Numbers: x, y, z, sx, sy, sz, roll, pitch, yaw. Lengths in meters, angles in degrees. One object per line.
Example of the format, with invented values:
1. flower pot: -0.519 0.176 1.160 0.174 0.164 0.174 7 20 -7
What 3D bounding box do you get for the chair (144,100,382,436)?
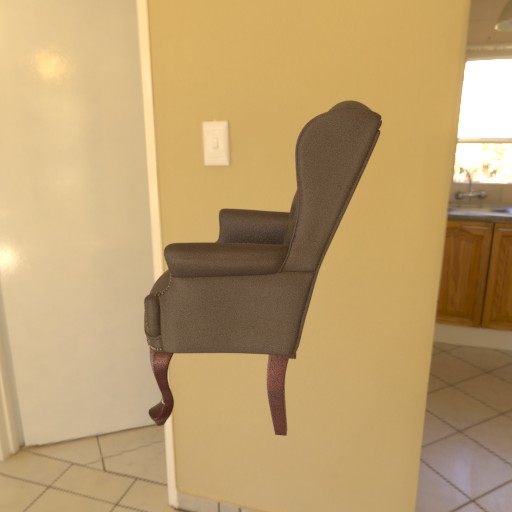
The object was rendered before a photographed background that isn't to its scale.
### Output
1. chair: 0.000 0.000 1.724 0.819 1.132 0.829 2 15 8
